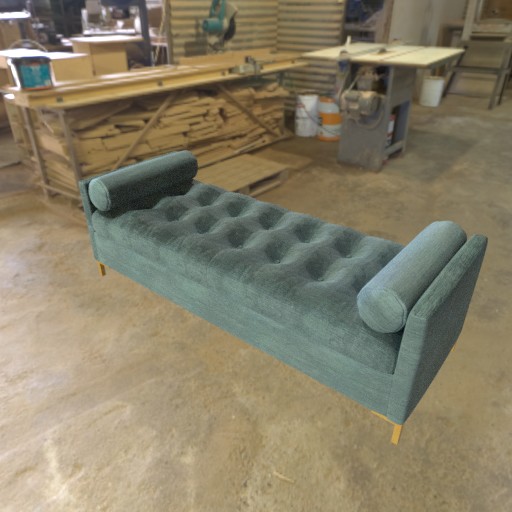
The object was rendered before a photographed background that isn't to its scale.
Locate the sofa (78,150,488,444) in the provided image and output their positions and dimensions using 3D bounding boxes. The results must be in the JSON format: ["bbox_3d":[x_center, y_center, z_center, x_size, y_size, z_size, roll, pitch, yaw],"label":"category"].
[{"bbox_3d":[0.000,0.000,2.439,2.102,0.705,0.796,22,37,33],"label":"sofa"}]
